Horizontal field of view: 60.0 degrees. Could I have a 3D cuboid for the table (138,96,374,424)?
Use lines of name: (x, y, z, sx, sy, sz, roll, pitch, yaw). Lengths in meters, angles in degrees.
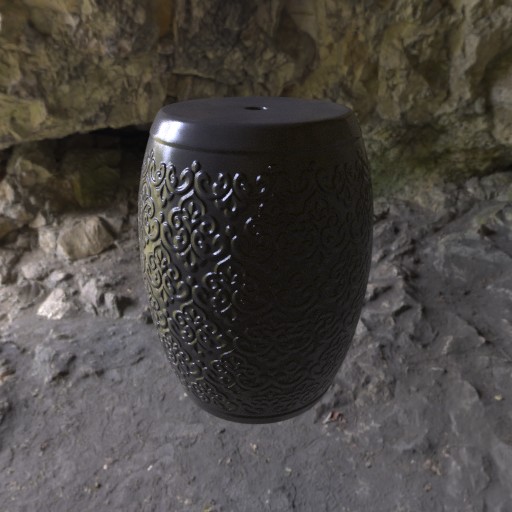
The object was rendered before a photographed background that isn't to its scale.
table: (0.000, 0.000, 0.616, 0.309, 0.397, 0.309, 0, 26, 0)
